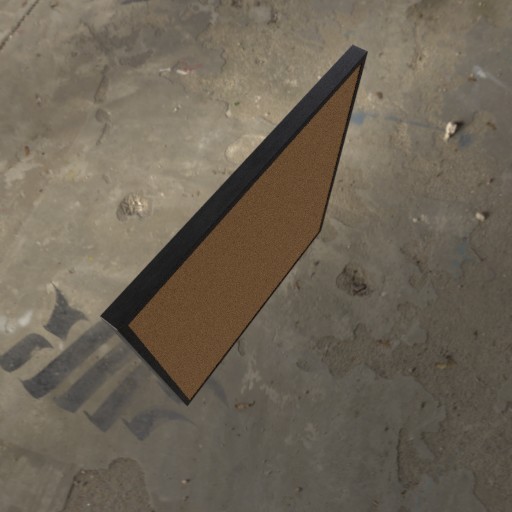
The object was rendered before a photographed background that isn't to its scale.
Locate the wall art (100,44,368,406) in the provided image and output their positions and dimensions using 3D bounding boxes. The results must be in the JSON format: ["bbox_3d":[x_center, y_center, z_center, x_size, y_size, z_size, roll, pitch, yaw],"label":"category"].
[{"bbox_3d":[0.000,0.000,1.153,0.039,0.763,0.763,33,68,15],"label":"wall art"}]
